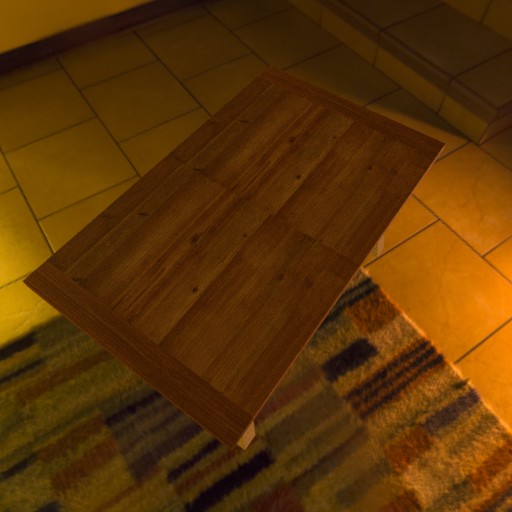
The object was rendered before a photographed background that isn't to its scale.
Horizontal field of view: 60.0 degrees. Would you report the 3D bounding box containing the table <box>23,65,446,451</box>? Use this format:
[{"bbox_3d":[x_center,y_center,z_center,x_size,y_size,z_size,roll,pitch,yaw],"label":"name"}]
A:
[{"bbox_3d":[0.000,0.000,2.039,0.922,0.743,1.503,32,63,18],"label":"table"}]
